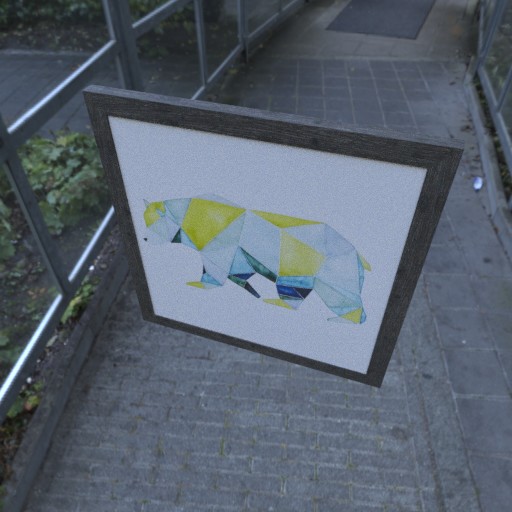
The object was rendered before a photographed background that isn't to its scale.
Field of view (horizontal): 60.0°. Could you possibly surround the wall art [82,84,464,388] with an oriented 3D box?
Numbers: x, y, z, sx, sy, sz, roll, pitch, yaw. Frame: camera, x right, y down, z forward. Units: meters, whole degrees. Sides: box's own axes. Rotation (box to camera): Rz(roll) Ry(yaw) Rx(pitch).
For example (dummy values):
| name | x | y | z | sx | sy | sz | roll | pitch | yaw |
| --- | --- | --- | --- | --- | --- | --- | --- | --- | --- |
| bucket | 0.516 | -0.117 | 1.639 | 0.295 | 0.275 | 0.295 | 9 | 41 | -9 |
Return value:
| name | x | y | z | sx | sy | sz | roll | pitch | yaw |
| --- | --- | --- | --- | --- | --- | --- | --- | --- | --- |
| wall art | 0.000 | 0.000 | 0.675 | 0.462 | 0.459 | 0.027 | 13 | 44 | 14 |
